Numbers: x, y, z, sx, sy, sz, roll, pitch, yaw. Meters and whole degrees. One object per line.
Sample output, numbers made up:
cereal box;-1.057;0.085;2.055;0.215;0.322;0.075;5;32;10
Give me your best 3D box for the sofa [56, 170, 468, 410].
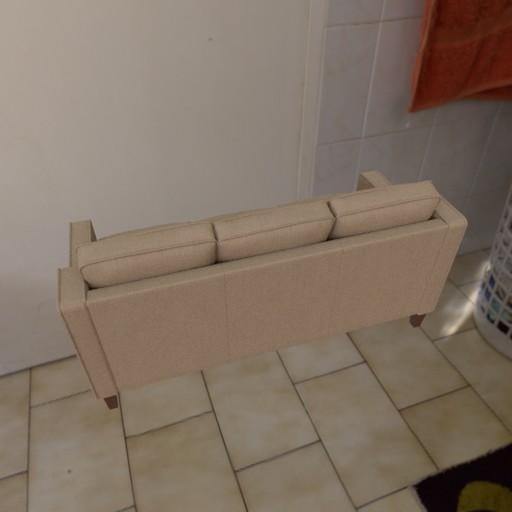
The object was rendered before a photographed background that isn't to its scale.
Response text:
sofa;0.000;0.000;2.568;1.986;0.974;0.911;-12;42;-13
